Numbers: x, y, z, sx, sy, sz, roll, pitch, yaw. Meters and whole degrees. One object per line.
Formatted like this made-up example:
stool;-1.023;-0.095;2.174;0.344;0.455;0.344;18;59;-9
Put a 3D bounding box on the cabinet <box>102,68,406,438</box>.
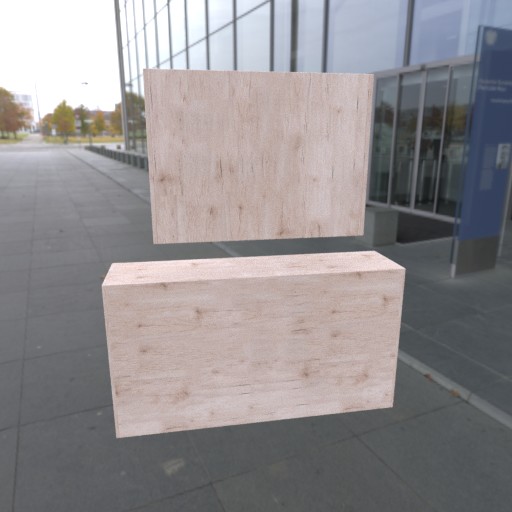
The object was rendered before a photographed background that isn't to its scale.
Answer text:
cabinet;0.000;0.000;2.624;1.700;1.981;0.420;-3;16;-10
